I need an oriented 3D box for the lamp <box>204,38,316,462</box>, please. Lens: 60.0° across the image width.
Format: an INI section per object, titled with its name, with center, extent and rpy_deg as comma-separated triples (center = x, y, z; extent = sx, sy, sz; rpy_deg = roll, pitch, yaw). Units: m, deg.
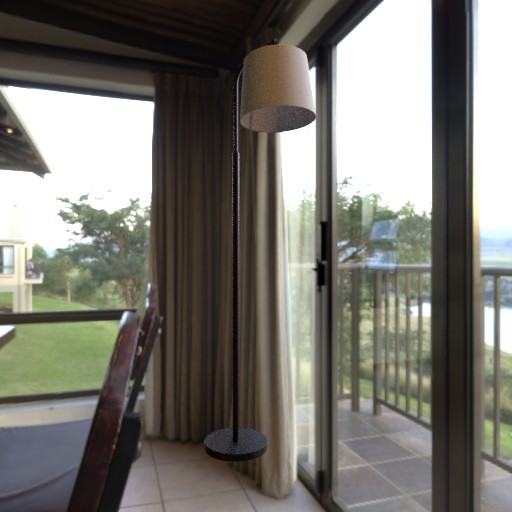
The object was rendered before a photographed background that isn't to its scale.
[lamp]
center = 0.000, 0.000, 1.603
extent = 0.254, 1.478, 0.508
rpy_deg = 0, 0, -36
